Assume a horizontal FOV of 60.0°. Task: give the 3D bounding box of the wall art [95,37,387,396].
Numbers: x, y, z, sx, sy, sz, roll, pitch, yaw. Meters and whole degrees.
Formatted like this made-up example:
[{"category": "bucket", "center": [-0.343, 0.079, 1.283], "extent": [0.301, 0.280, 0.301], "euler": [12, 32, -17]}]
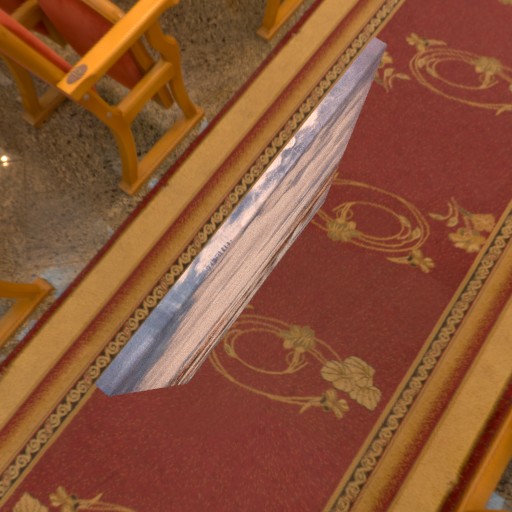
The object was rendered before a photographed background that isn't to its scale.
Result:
[{"category": "wall art", "center": [0.000, 0.000, 1.459], "extent": [0.040, 1.020, 1.010], "euler": [36, 78, 9]}]
